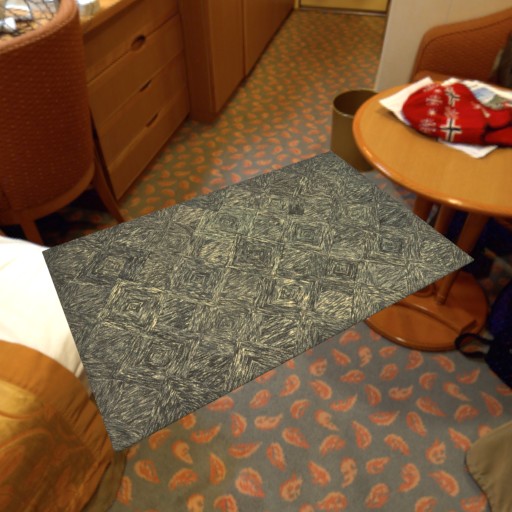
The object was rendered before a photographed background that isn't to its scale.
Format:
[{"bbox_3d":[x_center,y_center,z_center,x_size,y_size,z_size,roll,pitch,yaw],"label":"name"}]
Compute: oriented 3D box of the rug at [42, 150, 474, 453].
[{"bbox_3d":[0.000,0.000,2.826,2.330,0.017,1.478,-23,50,-21],"label":"rug"}]
